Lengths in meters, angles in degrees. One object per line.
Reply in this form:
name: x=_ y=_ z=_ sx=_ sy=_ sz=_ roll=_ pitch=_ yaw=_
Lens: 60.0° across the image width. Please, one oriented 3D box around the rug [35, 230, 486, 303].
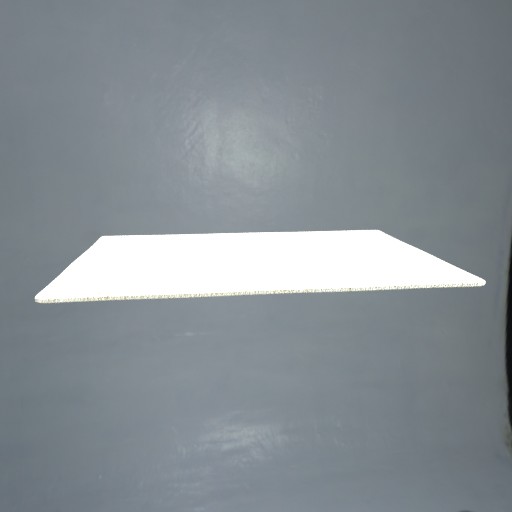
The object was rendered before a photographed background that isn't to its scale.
rug: x=0.000 y=0.000 z=3.450 sx=2.698 sy=0.025 sz=1.798 roll=-2 pitch=14 yaw=-7
